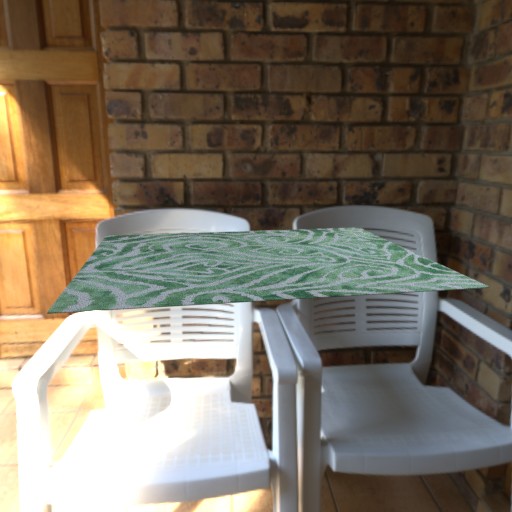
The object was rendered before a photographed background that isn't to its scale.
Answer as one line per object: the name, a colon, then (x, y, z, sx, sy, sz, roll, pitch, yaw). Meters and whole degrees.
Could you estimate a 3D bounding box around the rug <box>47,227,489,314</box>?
rug: (0.000, 0.000, 4.148, 3.045, 0.007, 2.436, -2, 14, -9)
